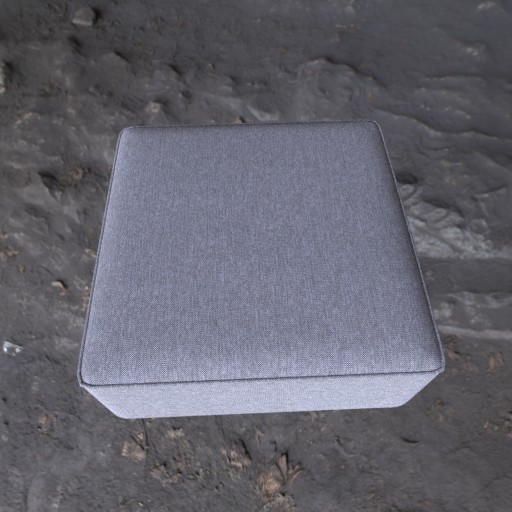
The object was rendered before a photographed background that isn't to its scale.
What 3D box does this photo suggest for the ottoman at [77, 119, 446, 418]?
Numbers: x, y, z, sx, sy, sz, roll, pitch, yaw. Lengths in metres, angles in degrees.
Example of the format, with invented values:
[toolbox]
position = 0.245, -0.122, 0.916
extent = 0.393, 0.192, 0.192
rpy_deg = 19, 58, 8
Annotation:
[ottoman]
position = 0.000, 0.000, 1.586
extent = 1.005, 0.455, 1.005
rpy_deg = -2, 58, -1
